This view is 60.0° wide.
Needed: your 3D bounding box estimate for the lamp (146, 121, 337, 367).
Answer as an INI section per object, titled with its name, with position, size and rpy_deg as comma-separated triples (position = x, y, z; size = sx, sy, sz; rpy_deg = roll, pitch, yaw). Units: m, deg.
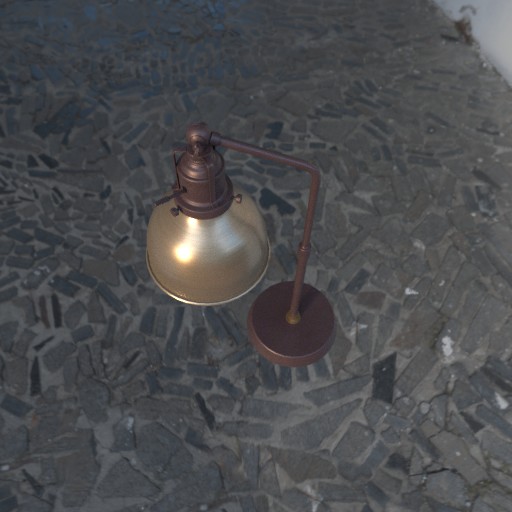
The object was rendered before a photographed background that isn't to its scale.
[lamp]
position = 0.000, 0.000, 0.617
size = 0.298, 0.469, 0.175
rpy_deg = 3, 58, 2
